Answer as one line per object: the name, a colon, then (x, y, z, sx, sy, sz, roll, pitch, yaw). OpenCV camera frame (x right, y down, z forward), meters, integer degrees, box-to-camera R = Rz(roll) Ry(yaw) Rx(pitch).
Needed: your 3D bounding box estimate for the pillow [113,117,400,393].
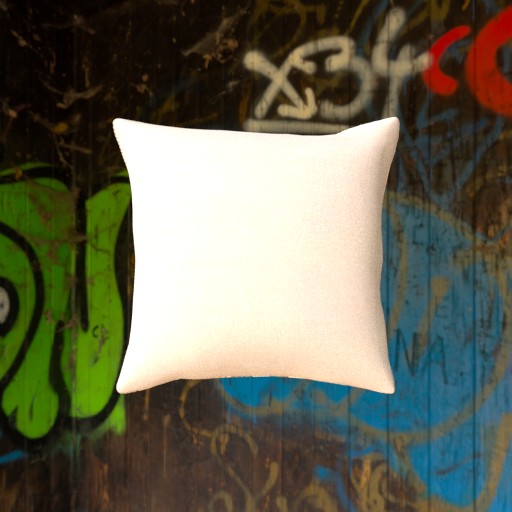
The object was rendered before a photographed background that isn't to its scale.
pillow: (0.000, 0.000, 0.644, 0.416, 0.401, 0.173, 0, 0, 0)
